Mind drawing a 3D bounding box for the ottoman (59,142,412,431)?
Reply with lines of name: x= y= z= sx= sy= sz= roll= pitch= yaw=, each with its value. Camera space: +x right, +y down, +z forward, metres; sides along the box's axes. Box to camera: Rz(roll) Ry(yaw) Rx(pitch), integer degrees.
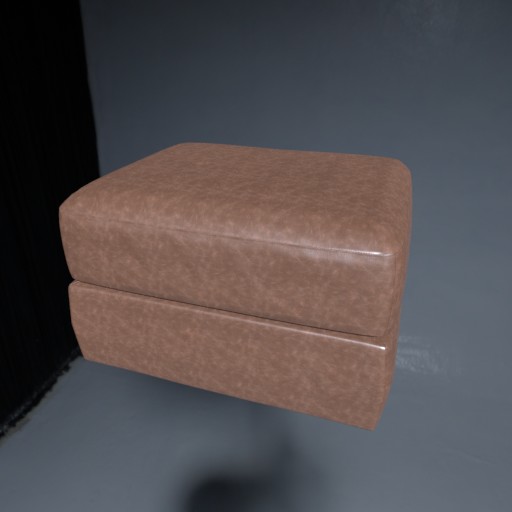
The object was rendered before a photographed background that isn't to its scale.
ottoman: x=0.000 y=0.000 z=1.153 sx=0.751 sy=0.476 sz=0.603 roll=9 pitch=28 yaw=17
